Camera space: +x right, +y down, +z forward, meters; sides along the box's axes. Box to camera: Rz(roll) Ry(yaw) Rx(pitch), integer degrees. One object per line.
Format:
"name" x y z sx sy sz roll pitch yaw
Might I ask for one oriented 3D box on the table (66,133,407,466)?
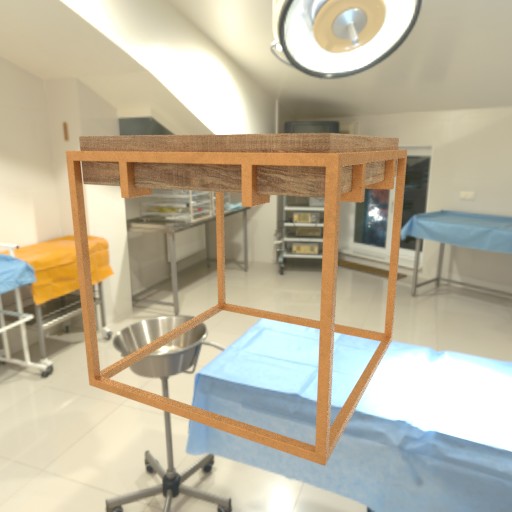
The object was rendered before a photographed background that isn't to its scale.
"table" 0.000 0.000 1.127 0.599 0.584 0.599 7 16 27
